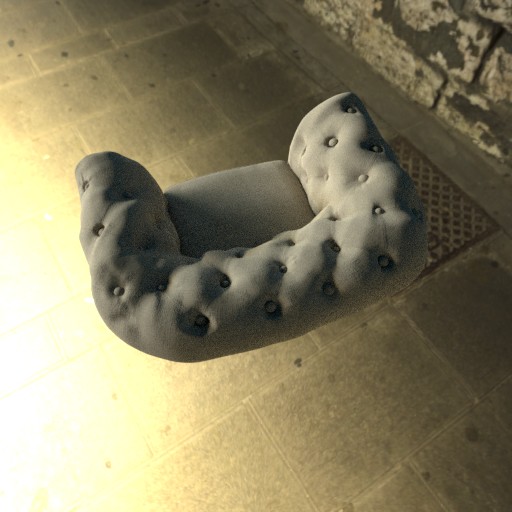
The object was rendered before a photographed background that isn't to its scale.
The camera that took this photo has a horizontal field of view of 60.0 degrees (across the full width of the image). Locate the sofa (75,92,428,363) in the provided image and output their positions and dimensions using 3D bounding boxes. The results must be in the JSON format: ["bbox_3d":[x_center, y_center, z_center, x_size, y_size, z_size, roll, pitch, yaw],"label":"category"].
[{"bbox_3d":[0.000,0.000,2.097,1.405,0.878,1.034,-16,61,-9],"label":"sofa"}]
